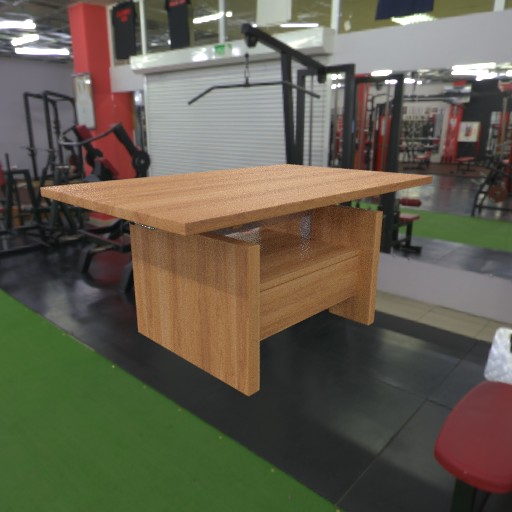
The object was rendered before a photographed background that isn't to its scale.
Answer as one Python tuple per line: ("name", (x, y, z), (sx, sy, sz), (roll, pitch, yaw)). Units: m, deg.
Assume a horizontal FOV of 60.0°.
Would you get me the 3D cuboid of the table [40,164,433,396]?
("table", (0.000, 0.000, 1.519), (0.700, 0.510, 1.100), (16, 23, 42))
